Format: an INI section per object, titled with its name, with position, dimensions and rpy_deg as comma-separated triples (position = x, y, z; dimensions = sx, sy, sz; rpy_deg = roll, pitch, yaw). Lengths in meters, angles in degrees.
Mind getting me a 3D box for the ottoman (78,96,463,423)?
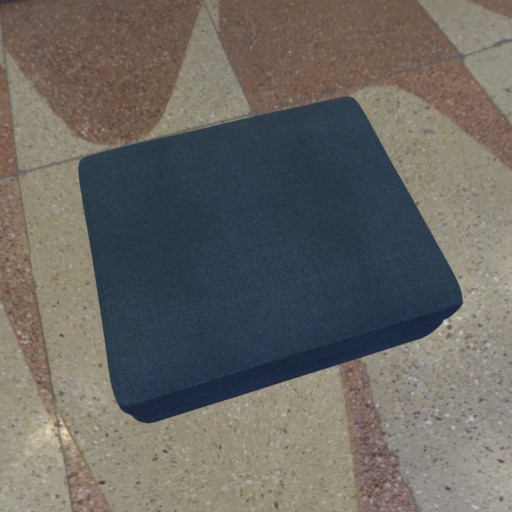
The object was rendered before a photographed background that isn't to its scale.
[ottoman]
position = 0.000, 0.000, 1.261
dimensions = 0.821, 0.474, 0.693
rpy_deg = -15, 64, -8
